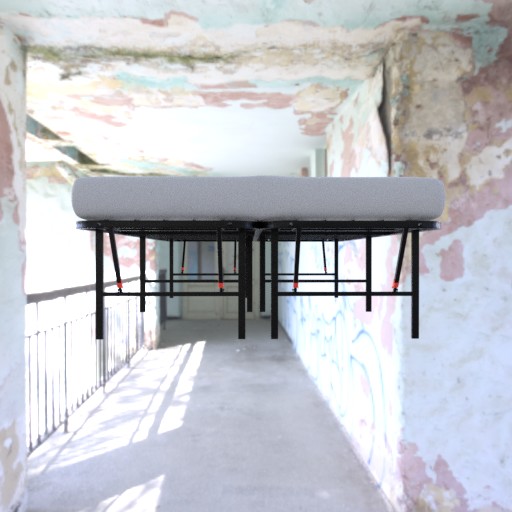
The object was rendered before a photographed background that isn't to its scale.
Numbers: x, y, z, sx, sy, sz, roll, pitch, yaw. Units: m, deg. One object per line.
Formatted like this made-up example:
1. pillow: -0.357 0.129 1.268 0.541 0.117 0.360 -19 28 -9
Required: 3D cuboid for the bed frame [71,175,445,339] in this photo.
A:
1. bed frame: 0.000 0.000 2.535 1.372 0.637 1.905 0 0 -1
